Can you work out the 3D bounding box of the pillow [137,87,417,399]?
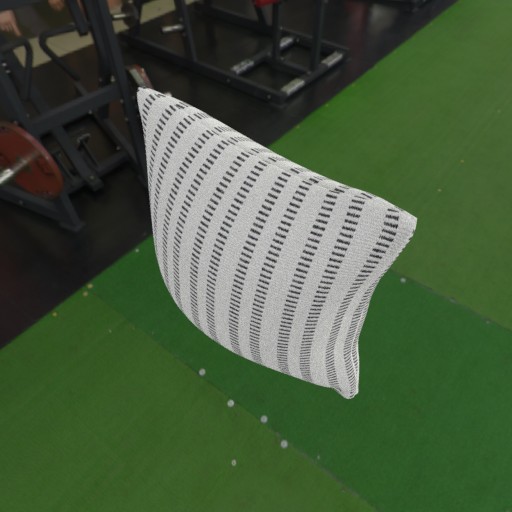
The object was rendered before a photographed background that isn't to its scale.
[{"bbox_3d":[0.000,0.000,0.693,0.438,0.419,0.247,32,56,25],"label":"pillow"}]
